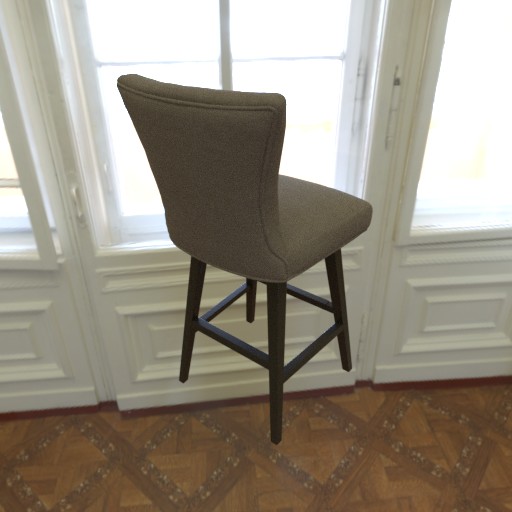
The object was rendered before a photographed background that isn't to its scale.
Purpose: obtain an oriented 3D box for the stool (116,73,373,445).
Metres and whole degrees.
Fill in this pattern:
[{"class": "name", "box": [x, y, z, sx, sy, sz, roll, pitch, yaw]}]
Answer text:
[{"class": "stool", "box": [0.000, 0.000, 1.401, 0.514, 1.086, 0.574, 21, 36, 32]}]
